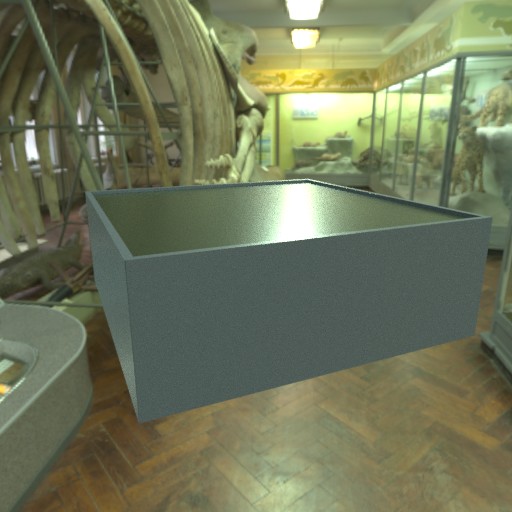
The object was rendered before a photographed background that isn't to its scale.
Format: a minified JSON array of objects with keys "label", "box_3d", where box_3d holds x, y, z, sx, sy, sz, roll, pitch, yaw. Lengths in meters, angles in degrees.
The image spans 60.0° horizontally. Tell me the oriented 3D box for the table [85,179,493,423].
[{"label":"table","box_3d":[0.000,0.000,1.226,0.801,0.299,0.801,-7,18,-23]}]
